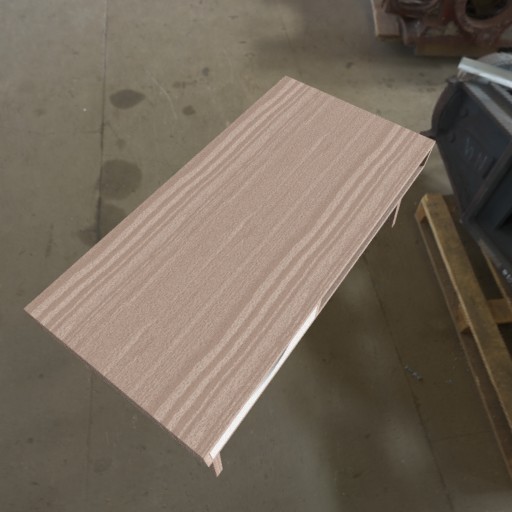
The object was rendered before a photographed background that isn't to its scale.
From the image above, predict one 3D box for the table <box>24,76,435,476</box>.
[{"bbox_3d":[0.000,0.000,1.489,0.600,0.450,1.200,31,62,19],"label":"table"}]
